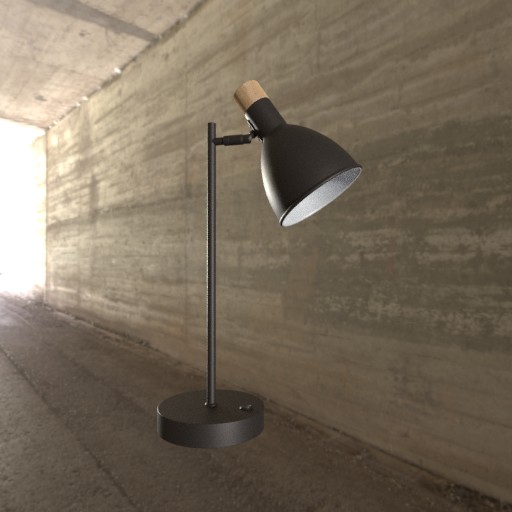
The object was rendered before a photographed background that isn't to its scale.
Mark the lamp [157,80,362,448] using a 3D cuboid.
[{"bbox_3d":[0.000,0.000,0.613,0.287,0.483,0.152,0,0,17],"label":"lamp"}]
